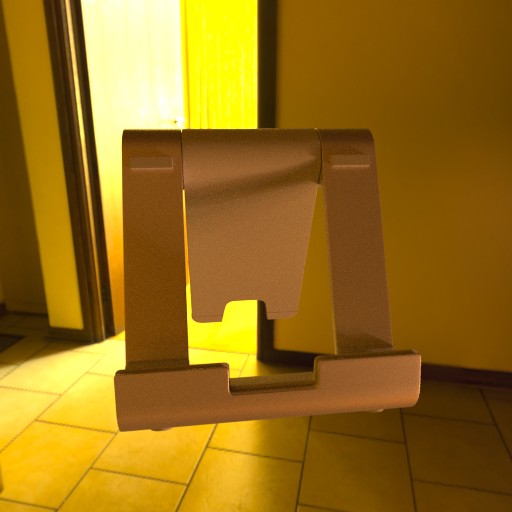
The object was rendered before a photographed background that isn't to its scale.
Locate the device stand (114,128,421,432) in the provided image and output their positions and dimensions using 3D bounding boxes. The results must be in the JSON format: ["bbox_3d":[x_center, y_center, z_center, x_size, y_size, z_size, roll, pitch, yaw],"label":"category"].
[{"bbox_3d":[0.000,0.000,0.152,0.086,0.084,0.079,-2,17,-7],"label":"device stand"}]
